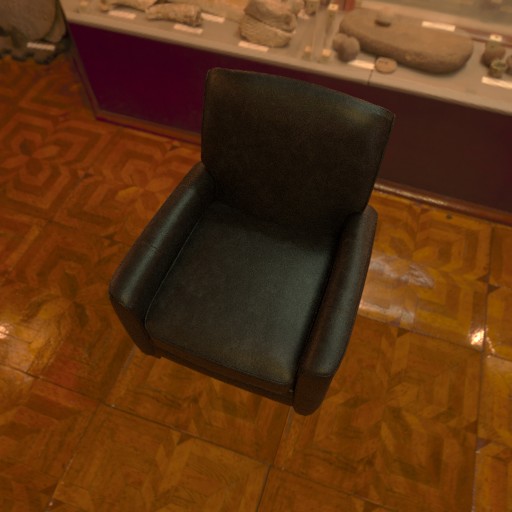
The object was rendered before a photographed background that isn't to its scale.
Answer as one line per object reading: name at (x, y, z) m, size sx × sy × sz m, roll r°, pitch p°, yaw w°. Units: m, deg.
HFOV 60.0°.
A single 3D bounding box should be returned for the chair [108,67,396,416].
chair at (0.000, 0.000, 1.704) m, size 0.848 × 1.014 × 0.864 m, roll 18°, pitch 59°, yaw 11°
